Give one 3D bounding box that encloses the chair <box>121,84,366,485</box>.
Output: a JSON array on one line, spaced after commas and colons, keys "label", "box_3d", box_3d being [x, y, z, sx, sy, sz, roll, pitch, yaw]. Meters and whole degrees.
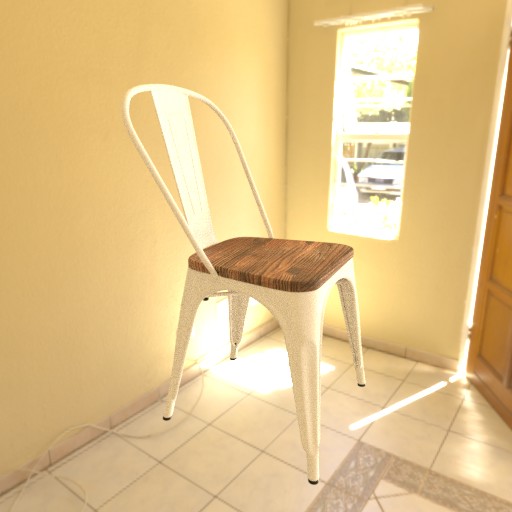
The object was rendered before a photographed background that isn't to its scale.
[{"label": "chair", "box_3d": [0.000, 0.000, 1.146, 0.521, 0.851, 0.452, 8, 17, 26]}]
